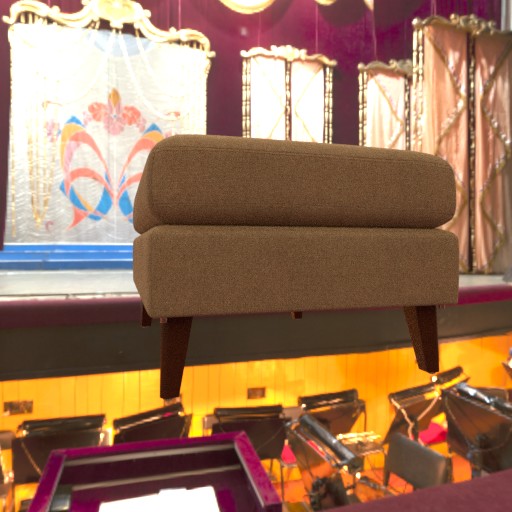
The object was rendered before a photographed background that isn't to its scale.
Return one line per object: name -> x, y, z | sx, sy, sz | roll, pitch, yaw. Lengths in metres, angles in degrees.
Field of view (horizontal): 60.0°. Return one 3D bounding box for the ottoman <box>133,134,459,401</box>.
ottoman -> 0.000, 0.000, 1.178 | 0.610, 0.478, 0.823 | 0, 1, -17
